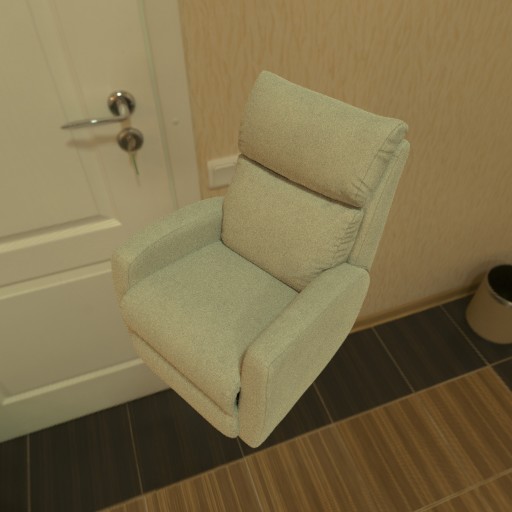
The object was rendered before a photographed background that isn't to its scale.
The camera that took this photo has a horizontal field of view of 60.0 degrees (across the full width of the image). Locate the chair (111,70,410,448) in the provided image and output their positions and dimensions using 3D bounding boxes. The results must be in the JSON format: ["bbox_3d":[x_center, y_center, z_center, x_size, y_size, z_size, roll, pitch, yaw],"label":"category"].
[{"bbox_3d":[0.000,0.000,1.689,0.794,1.021,0.940,32,54,27],"label":"chair"}]
